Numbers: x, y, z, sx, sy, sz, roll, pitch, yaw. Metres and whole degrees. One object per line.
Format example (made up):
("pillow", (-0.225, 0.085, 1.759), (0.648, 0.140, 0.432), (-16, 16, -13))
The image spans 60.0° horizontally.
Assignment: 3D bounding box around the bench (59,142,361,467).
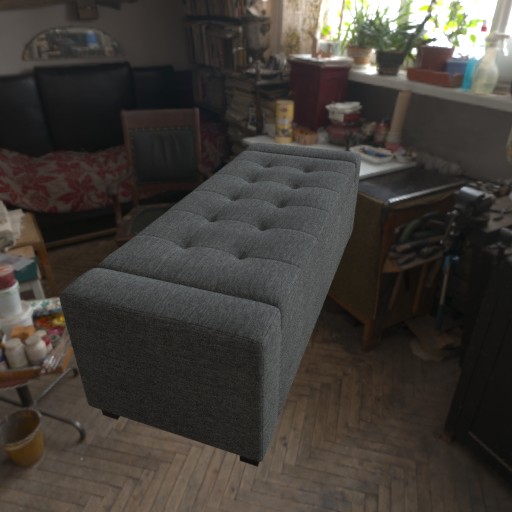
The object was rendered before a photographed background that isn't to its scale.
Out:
("bench", (0.000, 0.000, 1.563), (0.508, 0.445, 1.296), (10, 32, 17))
